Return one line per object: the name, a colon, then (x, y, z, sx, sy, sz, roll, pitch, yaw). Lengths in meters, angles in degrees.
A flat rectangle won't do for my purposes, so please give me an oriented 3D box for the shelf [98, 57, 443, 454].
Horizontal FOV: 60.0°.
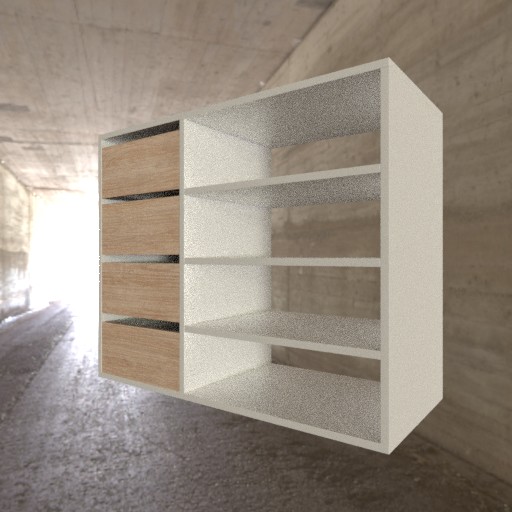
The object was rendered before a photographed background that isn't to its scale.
shelf: (0.000, 0.000, 1.239, 0.895, 0.732, 0.396, 0, 0, 36)
